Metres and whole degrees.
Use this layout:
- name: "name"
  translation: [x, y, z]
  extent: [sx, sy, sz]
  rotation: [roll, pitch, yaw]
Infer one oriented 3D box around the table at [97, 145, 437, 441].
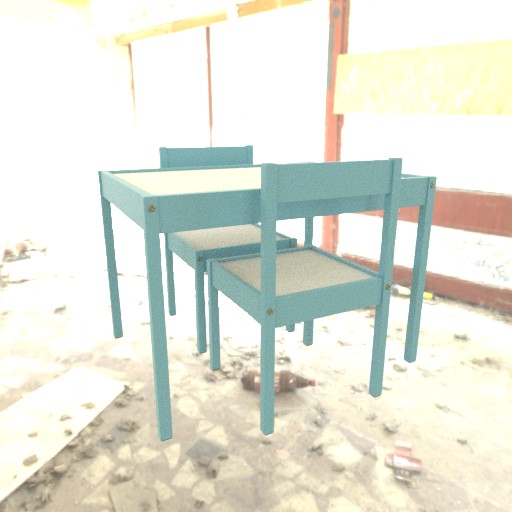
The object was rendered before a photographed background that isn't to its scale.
- name: "table"
  translation: [0.000, 0.000, 1.090]
  extent: [0.639, 0.503, 0.633]
  rotation: [-8, 18, -26]
